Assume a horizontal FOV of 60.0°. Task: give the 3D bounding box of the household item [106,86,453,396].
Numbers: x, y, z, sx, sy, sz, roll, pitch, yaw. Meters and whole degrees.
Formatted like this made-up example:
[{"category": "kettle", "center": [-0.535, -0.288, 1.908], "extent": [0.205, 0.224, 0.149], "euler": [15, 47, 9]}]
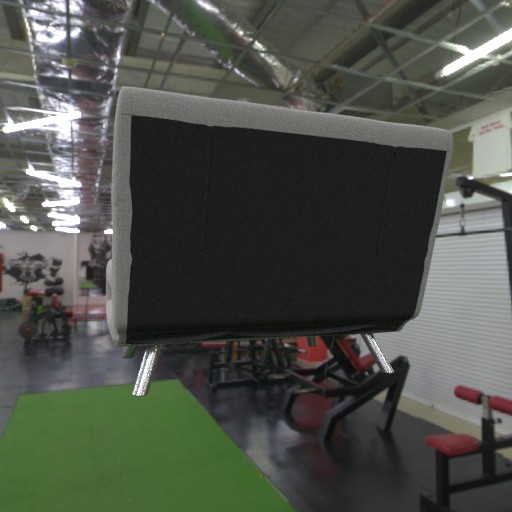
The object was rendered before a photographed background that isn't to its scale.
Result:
[{"category": "household item", "center": [0.000, 0.000, 1.580], "extent": [1.000, 0.800, 0.874], "euler": [1, -2, -20]}]
